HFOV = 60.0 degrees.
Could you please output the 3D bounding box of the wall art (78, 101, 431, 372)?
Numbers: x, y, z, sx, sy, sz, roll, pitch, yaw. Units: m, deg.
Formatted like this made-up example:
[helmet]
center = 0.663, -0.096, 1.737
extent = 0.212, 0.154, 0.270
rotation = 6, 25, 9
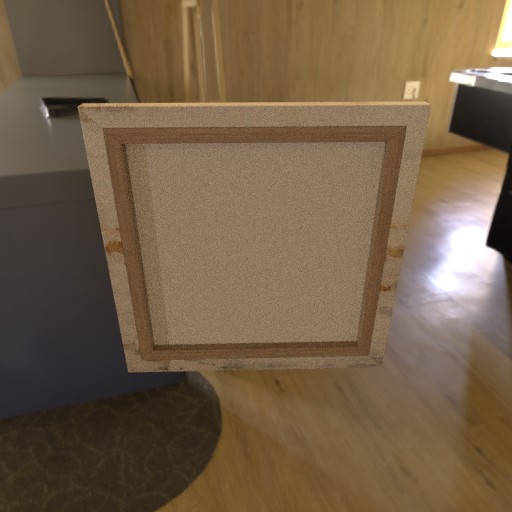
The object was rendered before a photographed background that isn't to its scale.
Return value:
[wall art]
center = 0.000, 0.000, 1.144
extent = 0.753, 0.755, 0.038
rotation = -1, 29, -1
